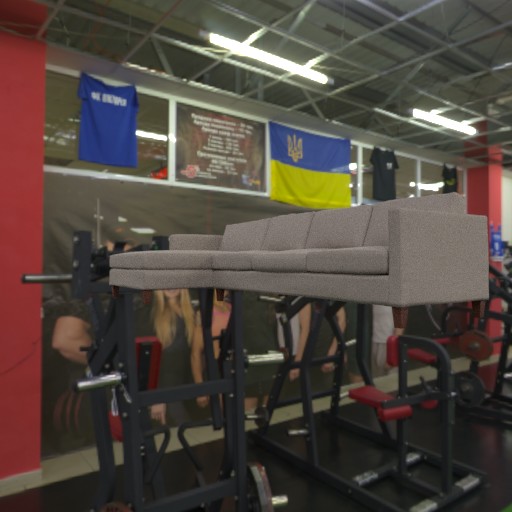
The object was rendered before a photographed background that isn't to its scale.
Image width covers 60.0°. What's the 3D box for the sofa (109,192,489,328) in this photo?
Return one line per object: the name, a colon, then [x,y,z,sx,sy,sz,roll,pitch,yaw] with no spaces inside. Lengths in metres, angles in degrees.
sofa: [0.000,0.000,3.823,1.625,0.846,3.186,0,-1,-34]
